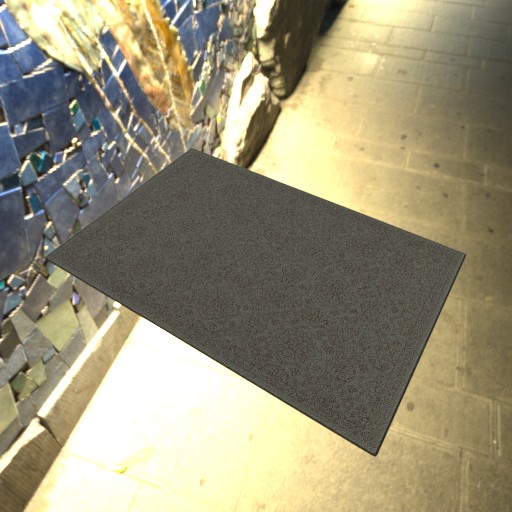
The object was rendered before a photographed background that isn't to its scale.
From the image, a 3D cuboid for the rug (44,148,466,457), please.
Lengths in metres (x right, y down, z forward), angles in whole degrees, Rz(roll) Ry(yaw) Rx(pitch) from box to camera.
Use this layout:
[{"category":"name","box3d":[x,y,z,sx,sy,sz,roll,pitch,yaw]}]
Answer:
[{"category":"rug","box3d":[0.000,0.000,2.301,1.829,0.010,1.219,25,51,22]}]
